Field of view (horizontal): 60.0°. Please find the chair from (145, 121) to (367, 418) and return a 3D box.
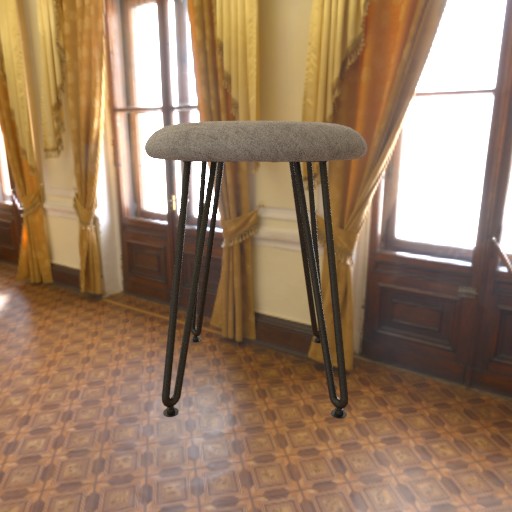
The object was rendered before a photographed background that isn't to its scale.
[{"bbox_3d":[0.000,0.000,0.671,0.350,0.386,0.350,-14,20,-42],"label":"chair"}]
